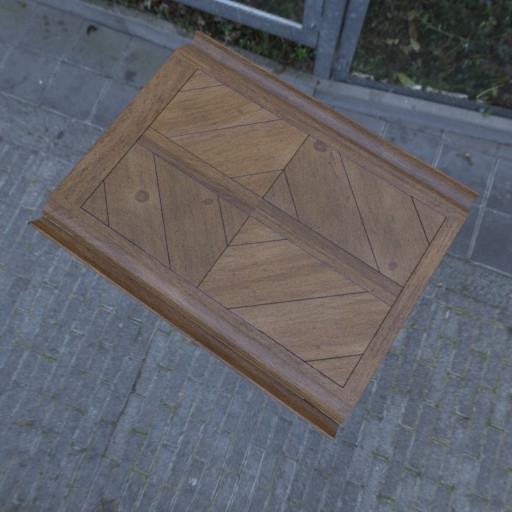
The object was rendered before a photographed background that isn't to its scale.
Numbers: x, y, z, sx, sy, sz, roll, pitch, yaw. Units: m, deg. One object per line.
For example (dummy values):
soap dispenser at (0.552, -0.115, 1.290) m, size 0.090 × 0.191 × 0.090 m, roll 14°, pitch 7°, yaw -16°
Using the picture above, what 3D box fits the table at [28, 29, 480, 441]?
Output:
table at (0.000, 0.000, 1.289) m, size 0.746 × 0.763 × 0.591 m, roll 33°, pitch 77°, yaw 9°
